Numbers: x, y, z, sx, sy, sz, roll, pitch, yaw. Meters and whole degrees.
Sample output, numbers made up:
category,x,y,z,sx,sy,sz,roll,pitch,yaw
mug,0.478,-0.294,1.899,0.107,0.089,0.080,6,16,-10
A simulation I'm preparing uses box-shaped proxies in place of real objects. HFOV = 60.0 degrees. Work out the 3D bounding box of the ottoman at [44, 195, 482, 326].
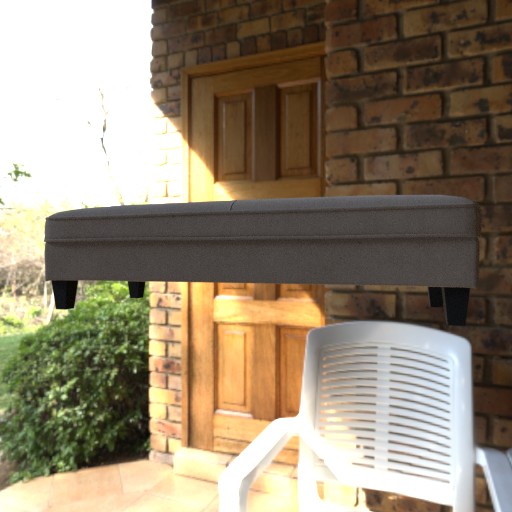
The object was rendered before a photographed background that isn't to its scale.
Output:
category,x,y,z,sx,sy,sz,roll,pitch,yaw
ottoman,0.000,0.000,1.982,1.726,0.460,0.735,0,0,17
